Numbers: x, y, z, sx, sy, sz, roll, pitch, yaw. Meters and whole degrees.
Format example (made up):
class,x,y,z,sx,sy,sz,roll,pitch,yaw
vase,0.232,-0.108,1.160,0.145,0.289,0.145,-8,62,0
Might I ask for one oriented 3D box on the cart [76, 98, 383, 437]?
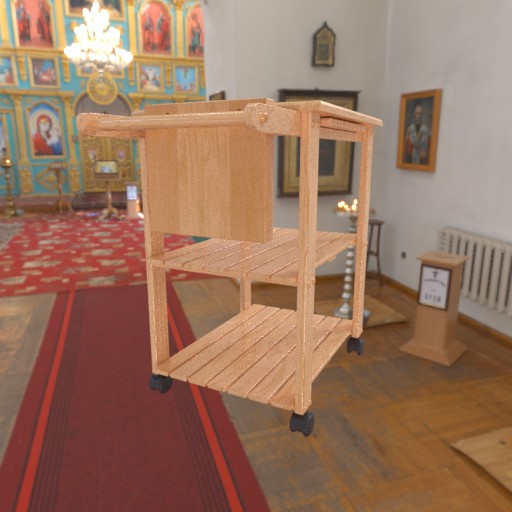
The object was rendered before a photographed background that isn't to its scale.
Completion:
class,x,y,z,sx,sy,sz,roll,pitch,yaw
cart,0.000,0.000,1.305,0.520,0.816,0.843,7,14,26
